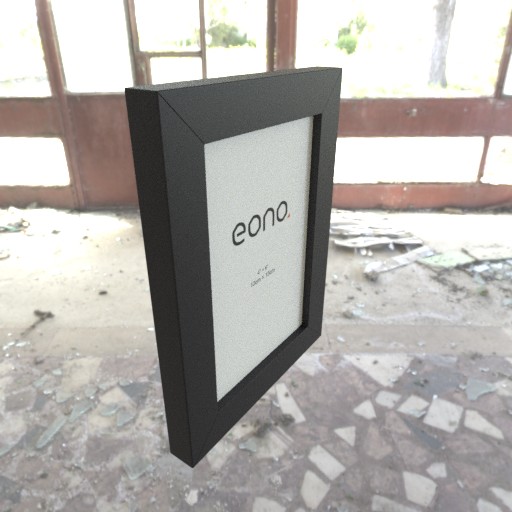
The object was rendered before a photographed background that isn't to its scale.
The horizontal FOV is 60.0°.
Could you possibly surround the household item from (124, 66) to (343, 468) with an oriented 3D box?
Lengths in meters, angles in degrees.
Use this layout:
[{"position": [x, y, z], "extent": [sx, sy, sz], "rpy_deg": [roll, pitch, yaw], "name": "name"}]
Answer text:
[{"position": [0.000, 0.000, 0.234], "extent": [0.022, 0.178, 0.133], "rpy_deg": [18, 32, 31], "name": "household item"}]
